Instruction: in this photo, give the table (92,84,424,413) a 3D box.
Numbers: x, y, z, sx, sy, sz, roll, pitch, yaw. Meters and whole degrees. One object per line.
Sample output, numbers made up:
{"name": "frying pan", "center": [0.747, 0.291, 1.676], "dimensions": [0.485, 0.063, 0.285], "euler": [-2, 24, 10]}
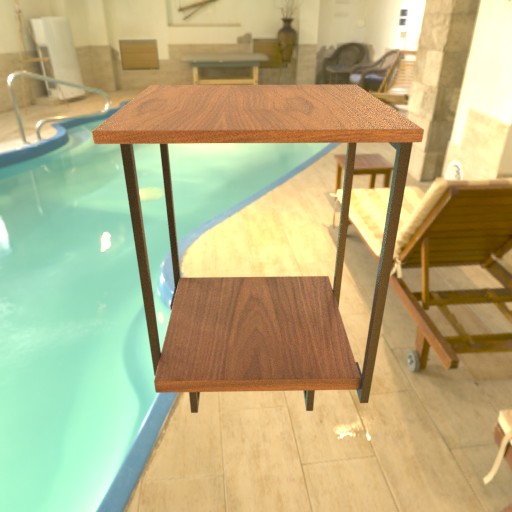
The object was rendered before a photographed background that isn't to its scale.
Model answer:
{"name": "table", "center": [0.000, 0.000, 0.851], "dimensions": [0.411, 0.567, 0.384], "euler": [-1, 29, -1]}
